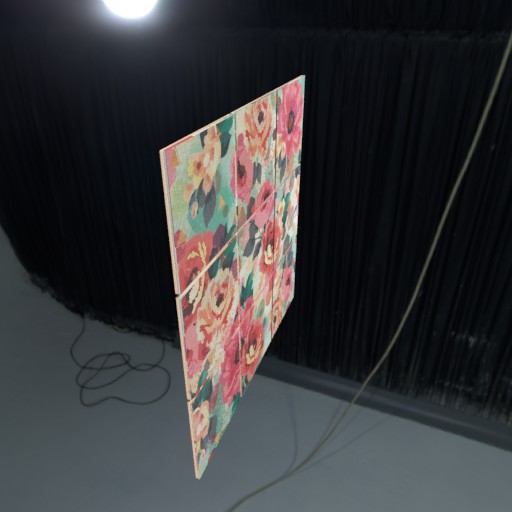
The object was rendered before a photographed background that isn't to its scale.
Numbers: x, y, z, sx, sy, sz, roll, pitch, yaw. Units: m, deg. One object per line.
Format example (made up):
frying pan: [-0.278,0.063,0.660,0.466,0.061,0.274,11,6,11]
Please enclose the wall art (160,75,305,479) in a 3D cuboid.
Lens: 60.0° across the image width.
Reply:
wall art: [0.000,0.000,1.351,0.012,0.910,0.911,11,32,18]
